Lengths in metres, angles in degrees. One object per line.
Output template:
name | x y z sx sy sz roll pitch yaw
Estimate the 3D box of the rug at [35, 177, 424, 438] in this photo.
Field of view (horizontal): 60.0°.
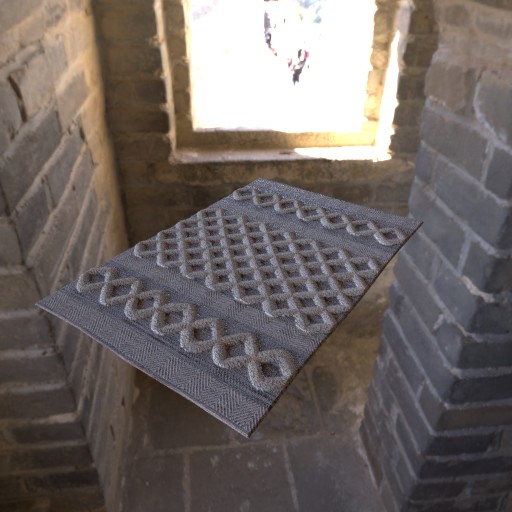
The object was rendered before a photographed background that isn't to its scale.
rug | 0.000 0.000 2.367 1.222 0.030 1.823 21 38 29
